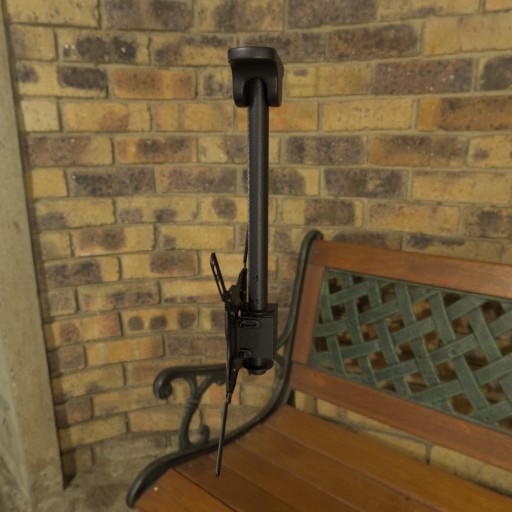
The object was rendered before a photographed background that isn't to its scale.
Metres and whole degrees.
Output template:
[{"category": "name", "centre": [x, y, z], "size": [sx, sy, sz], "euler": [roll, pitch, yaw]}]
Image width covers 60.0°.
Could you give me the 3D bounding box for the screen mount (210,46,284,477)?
[{"category": "screen mount", "centre": [0.000, 0.000, 0.883], "size": [0.090, 0.729, 0.393], "euler": [2, 14, 8]}]
